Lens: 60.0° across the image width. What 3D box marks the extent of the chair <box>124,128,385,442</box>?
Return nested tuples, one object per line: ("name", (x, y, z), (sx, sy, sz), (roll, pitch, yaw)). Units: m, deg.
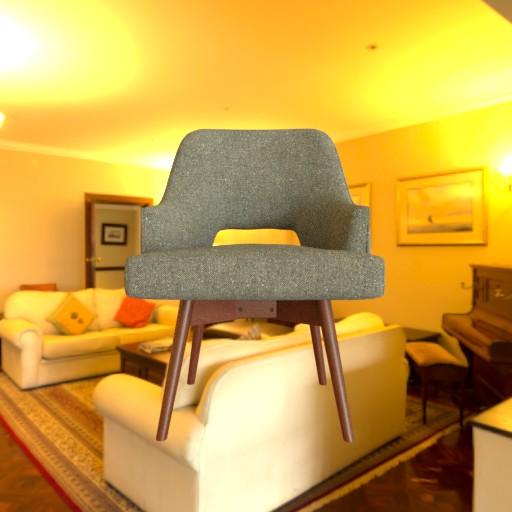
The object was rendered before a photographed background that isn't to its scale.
("chair", (0.000, 0.000, 1.275), (0.608, 0.875, 0.629), (0, 1, 1))
